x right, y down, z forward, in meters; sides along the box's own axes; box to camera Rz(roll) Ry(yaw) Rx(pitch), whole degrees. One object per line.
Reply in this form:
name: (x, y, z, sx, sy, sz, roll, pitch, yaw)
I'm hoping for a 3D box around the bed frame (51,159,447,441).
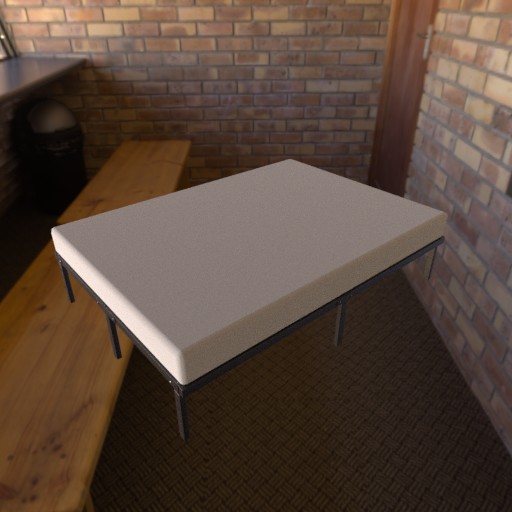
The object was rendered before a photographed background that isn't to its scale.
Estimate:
bed frame: (0.000, 0.000, 3.718, 2.842, 0.680, 2.205, -18, 35, -28)
